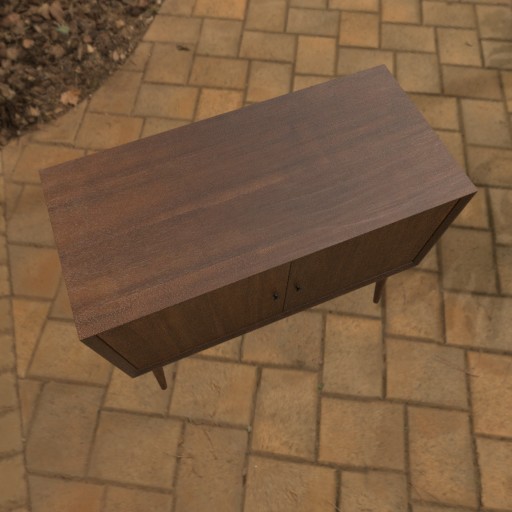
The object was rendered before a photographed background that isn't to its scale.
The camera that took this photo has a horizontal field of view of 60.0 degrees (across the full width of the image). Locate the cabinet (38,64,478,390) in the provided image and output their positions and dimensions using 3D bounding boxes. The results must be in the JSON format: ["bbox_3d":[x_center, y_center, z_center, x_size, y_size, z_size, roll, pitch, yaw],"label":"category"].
[{"bbox_3d":[0.000,0.000,1.122,0.743,0.654,0.354,-20,66,-9],"label":"cabinet"}]
